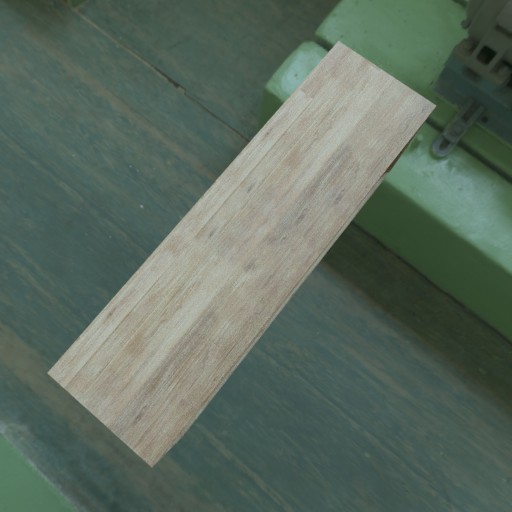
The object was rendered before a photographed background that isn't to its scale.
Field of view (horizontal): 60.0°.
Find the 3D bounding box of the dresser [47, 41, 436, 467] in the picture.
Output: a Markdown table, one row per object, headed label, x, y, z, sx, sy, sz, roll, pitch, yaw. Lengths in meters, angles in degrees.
| label | x | y | z | sx | sy | sz | roll | pitch | yaw |
| --- | --- | --- | --- | --- | --- | --- | --- | --- | --- |
| dresser | 0.000 | 0.000 | 1.931 | 0.455 | 0.788 | 1.602 | 38 | 79 | 8 |
